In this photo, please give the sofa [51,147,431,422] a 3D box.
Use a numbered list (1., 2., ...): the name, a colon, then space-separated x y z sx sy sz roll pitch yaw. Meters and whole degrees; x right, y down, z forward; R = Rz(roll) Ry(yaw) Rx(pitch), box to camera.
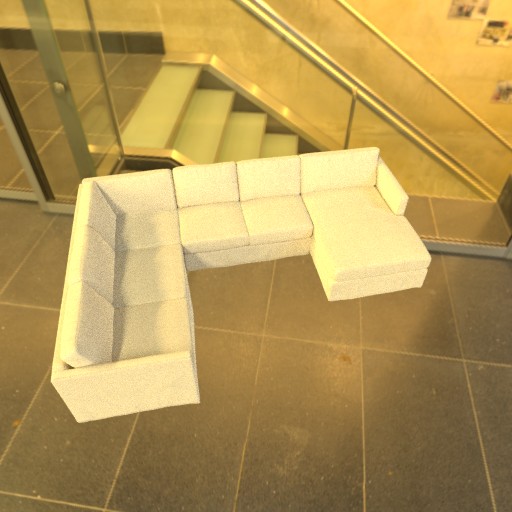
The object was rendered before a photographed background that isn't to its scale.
1. sofa: 0.000 0.000 4.393 3.460 0.882 2.427 -8 46 -8
